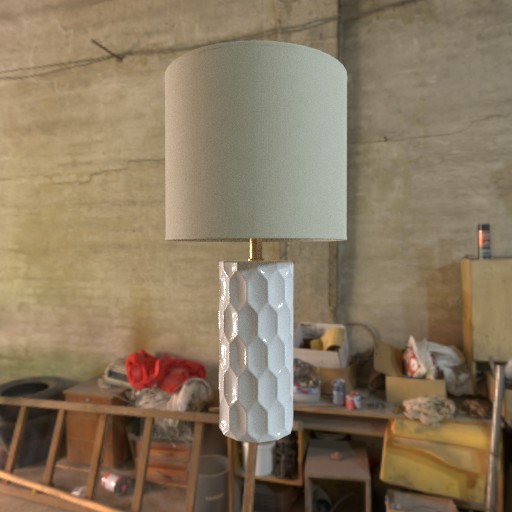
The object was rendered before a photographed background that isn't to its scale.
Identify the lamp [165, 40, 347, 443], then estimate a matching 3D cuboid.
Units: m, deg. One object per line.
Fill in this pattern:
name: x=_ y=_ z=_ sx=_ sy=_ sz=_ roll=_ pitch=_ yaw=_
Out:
lamp: x=0.000 y=0.000 z=0.689 sx=0.277 sy=0.537 sz=0.277 roll=0 pitch=1 yaw=-18
